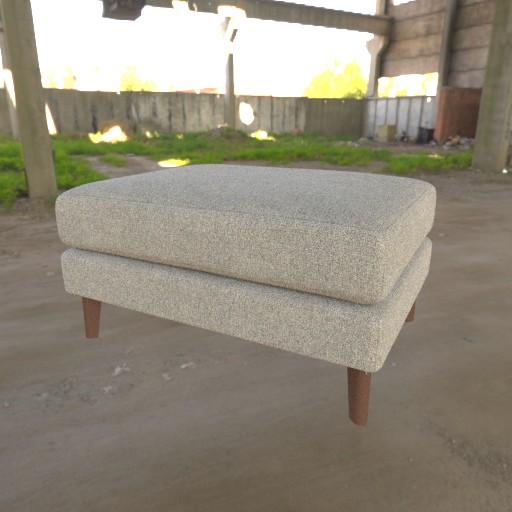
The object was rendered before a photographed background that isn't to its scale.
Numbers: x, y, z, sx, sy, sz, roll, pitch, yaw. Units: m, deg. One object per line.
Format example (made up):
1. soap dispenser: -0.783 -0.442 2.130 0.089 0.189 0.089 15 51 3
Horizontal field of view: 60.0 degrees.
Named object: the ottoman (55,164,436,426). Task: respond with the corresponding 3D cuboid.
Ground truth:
1. ottoman: 0.000 0.000 1.197 0.821 0.441 0.611 9 20 27
